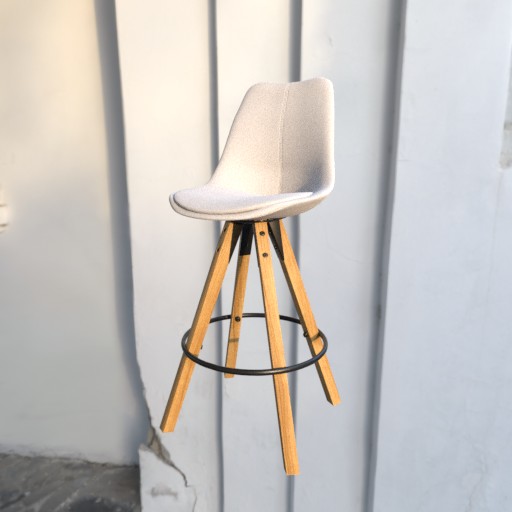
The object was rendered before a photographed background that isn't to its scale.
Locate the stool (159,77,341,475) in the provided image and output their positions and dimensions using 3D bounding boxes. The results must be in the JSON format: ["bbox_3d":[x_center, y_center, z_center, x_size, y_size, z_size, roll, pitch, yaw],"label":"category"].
[{"bbox_3d":[0.000,0.000,1.394,0.484,1.115,0.550,6,14,26],"label":"stool"}]
